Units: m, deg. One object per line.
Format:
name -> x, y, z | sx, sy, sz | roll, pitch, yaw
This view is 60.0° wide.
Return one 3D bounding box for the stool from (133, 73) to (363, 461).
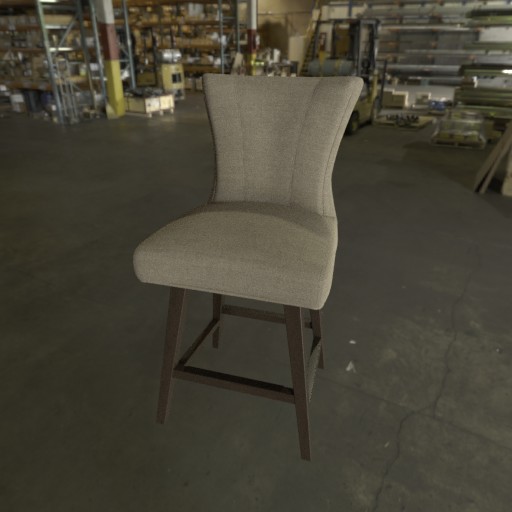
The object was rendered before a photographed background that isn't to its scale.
stool -> 0.000, 0.000, 1.354 | 0.514, 1.000, 0.574 | 8, 27, 15
